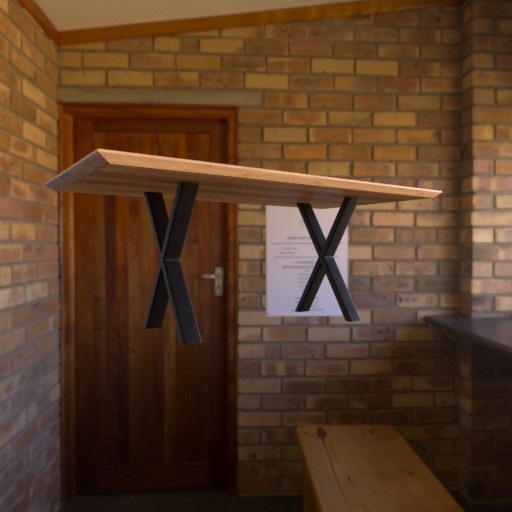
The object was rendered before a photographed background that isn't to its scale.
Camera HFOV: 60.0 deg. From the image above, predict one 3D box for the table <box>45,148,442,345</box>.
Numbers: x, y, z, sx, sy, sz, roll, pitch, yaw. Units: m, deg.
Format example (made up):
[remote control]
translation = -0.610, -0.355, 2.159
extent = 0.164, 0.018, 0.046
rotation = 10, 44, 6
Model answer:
[table]
translation = 0.000, 0.000, 2.489
extent = 2.000, 0.770, 1.000
rotation = -1, 1, -35
